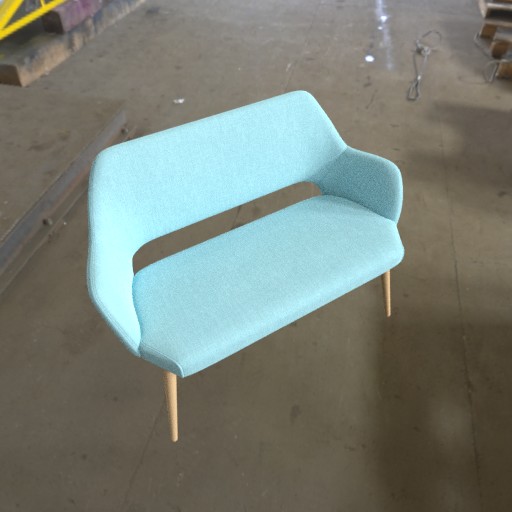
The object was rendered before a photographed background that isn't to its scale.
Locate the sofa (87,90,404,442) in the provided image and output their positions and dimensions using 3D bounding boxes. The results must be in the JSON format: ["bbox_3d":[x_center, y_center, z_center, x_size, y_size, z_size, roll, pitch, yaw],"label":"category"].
[{"bbox_3d":[0.000,0.000,1.614,1.150,0.840,0.610,-24,51,-21],"label":"sofa"}]
